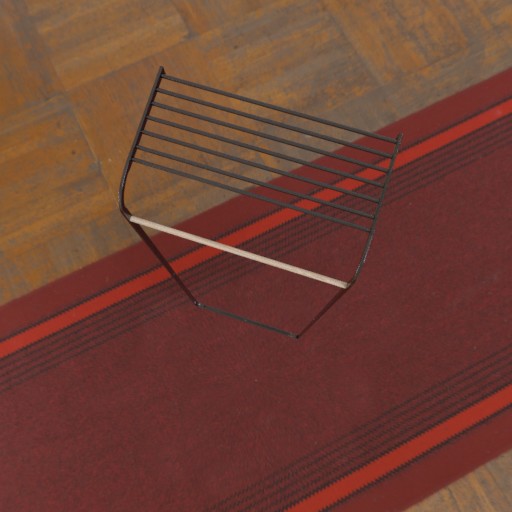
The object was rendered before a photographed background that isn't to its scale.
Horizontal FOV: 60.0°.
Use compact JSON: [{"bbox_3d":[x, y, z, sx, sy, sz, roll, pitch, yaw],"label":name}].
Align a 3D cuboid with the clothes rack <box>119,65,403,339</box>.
[{"bbox_3d":[0.000,0.000,1.762,0.609,1.574,0.349,17,75,5],"label":"clothes rack"}]
